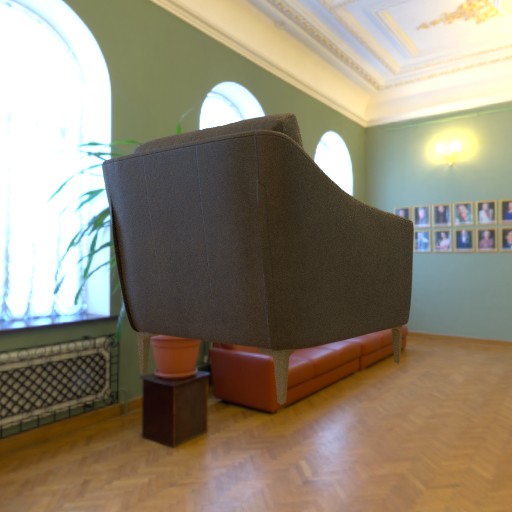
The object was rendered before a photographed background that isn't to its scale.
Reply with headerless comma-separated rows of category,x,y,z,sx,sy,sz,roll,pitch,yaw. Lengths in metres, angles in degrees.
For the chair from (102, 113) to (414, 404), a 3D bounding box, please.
chair,0.000,0.000,1.765,0.988,0.901,0.961,0,-1,35
